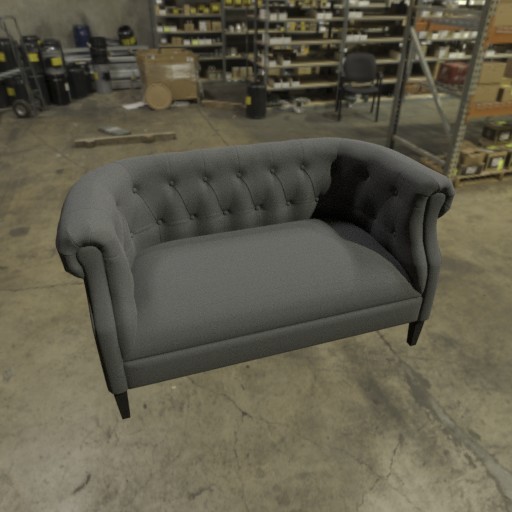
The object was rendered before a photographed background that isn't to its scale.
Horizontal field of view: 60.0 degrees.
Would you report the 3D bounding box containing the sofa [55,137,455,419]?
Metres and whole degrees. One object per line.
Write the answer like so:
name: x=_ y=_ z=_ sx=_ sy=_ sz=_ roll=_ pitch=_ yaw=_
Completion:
sofa: x=0.000 y=0.000 z=2.040 sx=1.558 sy=0.827 sz=0.835 roll=-10 pitch=34 yaw=-15
